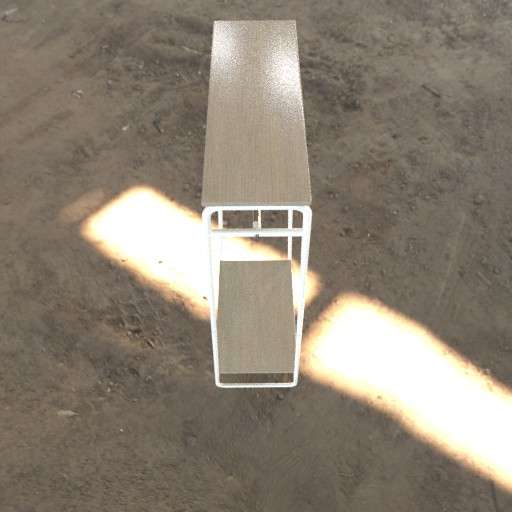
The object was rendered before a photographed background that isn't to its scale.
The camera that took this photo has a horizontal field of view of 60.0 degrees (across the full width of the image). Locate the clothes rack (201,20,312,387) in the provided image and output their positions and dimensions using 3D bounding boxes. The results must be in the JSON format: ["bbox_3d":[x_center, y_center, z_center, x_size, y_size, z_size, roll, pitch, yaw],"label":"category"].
[{"bbox_3d":[0.000,0.000,1.729,0.400,1.512,0.640,0,59,0],"label":"clothes rack"}]
